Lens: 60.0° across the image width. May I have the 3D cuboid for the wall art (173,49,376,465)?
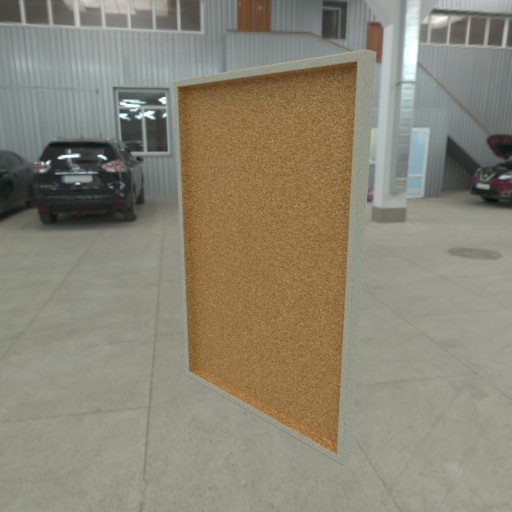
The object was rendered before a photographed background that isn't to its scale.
[{"bbox_3d":[0.000,0.000,1.162,0.610,0.914,0.038,13,20,42],"label":"wall art"}]
